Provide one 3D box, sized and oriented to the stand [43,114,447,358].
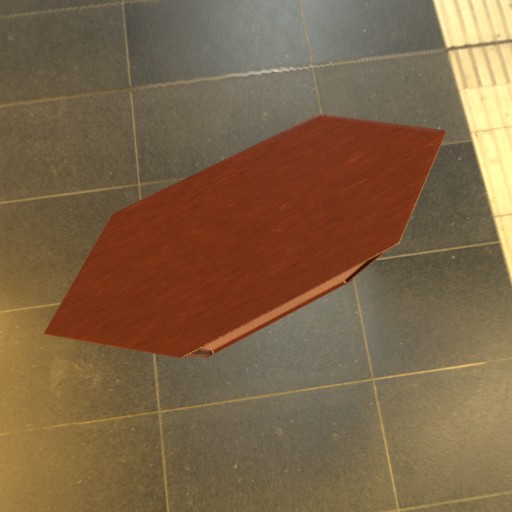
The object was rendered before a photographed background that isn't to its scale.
[{"bbox_3d":[0.000,0.000,1.342,1.072,0.614,0.381,-27,79,-6],"label":"stand"}]
